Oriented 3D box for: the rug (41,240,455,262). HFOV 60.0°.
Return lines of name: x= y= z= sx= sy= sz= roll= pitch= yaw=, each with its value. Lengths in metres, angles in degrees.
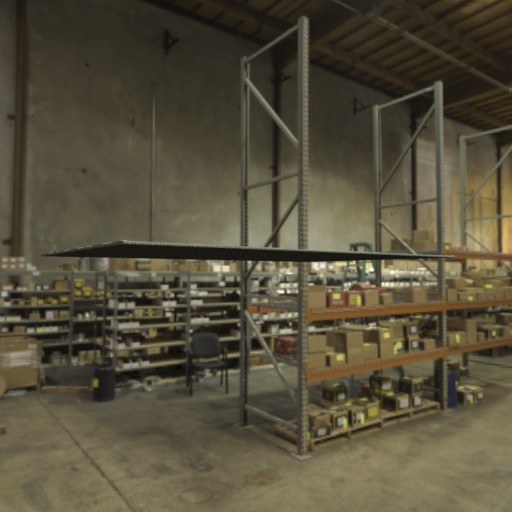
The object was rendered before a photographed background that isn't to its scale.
rug: x=0.000 y=0.000 z=3.065 sx=2.438 sy=0.015 sz=1.518 roll=2 pitch=-3 yaw=-37
